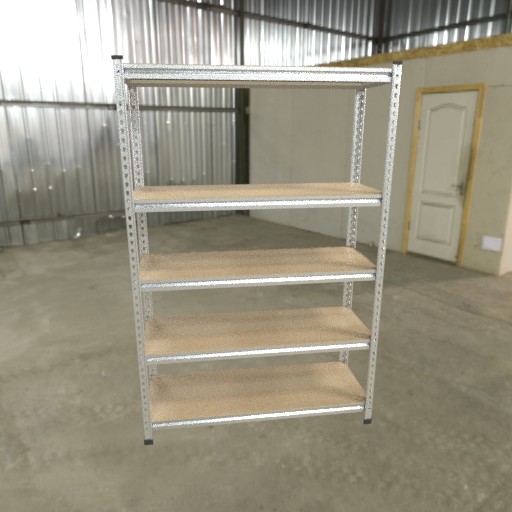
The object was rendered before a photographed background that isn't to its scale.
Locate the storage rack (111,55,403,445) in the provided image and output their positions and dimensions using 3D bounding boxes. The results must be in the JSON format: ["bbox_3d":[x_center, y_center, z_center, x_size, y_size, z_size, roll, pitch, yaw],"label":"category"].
[{"bbox_3d":[0.000,0.000,2.296,1.219,1.829,0.457,-2,17,-8],"label":"storage rack"}]
